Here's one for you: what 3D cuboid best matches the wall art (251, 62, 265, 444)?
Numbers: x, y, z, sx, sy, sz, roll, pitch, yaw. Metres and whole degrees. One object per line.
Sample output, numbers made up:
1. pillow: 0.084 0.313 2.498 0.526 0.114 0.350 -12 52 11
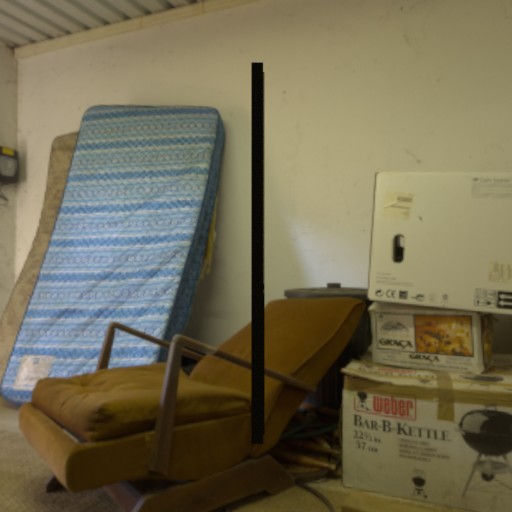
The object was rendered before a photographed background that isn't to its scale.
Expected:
1. wall art: 0.000 0.000 1.528 0.028 0.805 1.190 0 -1 0
